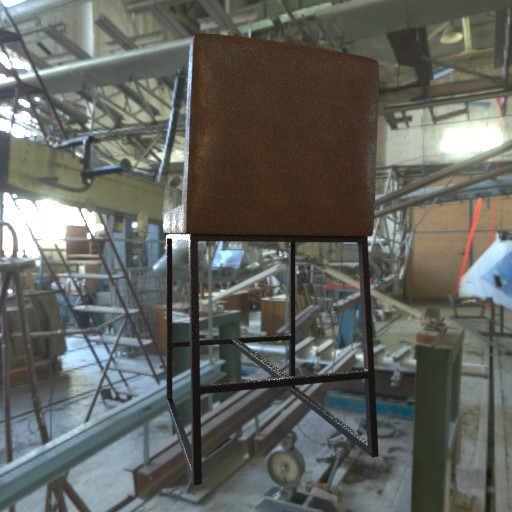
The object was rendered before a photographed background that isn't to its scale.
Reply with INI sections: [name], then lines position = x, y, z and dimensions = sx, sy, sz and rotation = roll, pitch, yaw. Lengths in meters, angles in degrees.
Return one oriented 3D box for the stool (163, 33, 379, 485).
[stool]
position = 0.000, 0.000, 1.231
dimensions = 0.463, 0.942, 0.562
rotation = 0, 0, -17
